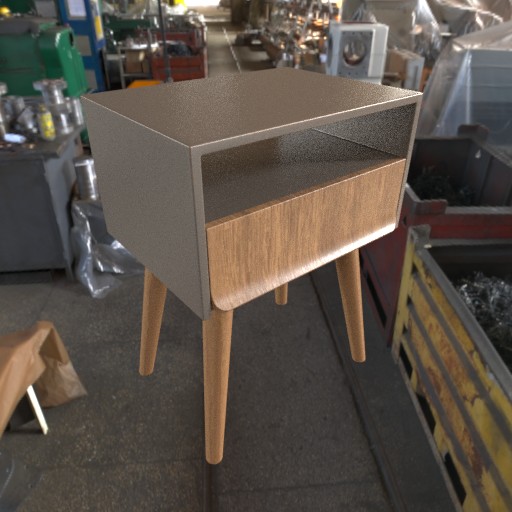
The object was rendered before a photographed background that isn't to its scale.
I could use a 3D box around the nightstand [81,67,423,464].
[{"bbox_3d":[0.000,0.000,0.726,0.370,0.508,0.288,-23,38,-32],"label":"nightstand"}]
